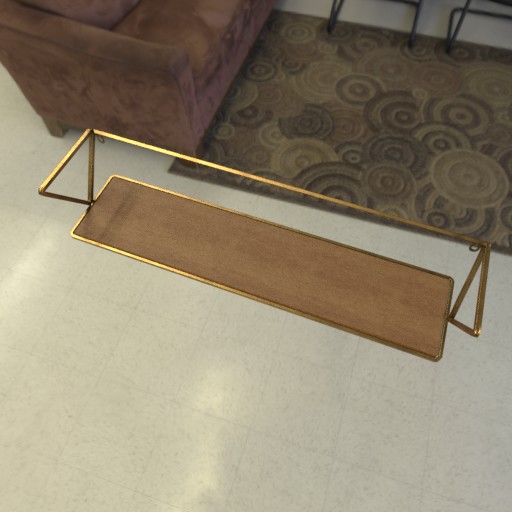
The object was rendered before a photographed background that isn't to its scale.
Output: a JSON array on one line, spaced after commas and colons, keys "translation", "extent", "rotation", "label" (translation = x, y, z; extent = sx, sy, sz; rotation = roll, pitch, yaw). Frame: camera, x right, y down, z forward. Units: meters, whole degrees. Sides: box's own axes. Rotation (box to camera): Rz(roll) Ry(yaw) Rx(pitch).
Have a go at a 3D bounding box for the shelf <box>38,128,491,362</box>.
[{"translation": [0.000, 0.000, 0.737], "extent": [0.645, 0.229, 0.150], "rotation": [18, 60, 11], "label": "shelf"}]
